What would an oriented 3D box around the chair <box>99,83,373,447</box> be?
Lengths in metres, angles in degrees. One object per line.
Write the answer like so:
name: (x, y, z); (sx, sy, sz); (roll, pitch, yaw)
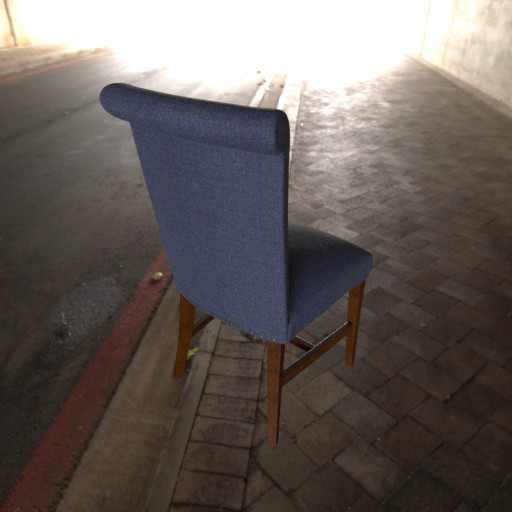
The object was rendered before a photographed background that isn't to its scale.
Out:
chair: (0.000, 0.000, 1.324); (0.513, 0.988, 0.608); (22, 37, 33)
